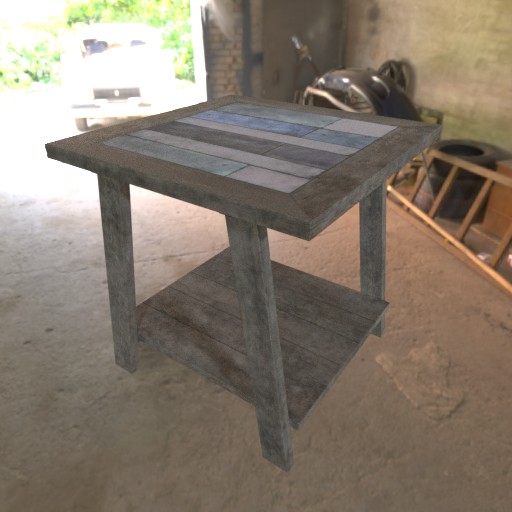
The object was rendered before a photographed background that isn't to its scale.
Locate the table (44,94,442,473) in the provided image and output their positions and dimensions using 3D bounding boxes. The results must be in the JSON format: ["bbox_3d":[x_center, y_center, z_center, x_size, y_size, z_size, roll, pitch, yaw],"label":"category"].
[{"bbox_3d":[0.000,0.000,1.104,0.610,0.610,0.610,20,36,30],"label":"table"}]
